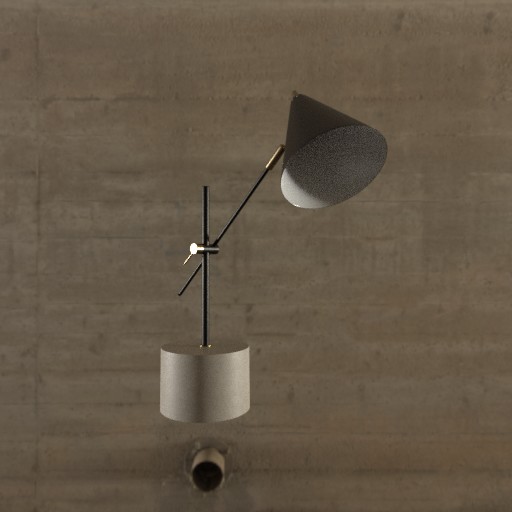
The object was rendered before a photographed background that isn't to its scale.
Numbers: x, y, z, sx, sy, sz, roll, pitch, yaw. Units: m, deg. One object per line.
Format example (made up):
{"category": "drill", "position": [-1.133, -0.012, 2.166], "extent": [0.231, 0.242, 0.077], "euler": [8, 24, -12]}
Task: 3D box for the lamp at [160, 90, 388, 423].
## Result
{"category": "lamp", "position": [0.000, 0.000, 0.697], "extent": [0.214, 0.518, 0.403], "euler": [0, -1, -36]}
